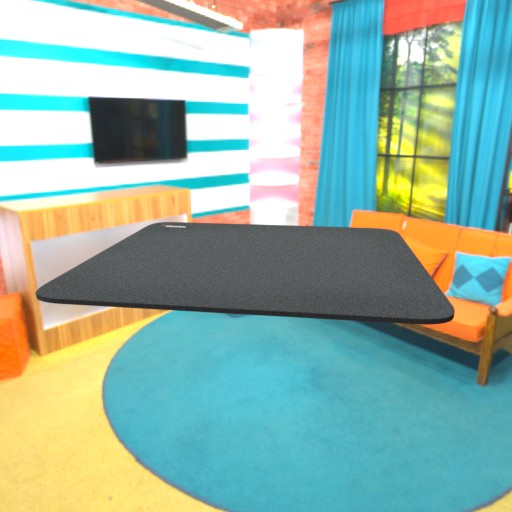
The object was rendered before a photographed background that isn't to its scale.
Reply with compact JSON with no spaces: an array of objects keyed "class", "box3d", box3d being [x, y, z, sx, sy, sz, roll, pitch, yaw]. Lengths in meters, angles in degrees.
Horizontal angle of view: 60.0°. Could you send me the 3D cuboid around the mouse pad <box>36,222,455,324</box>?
[{"class":"mouse pad","box3d":[0.000,0.000,0.322,0.229,0.003,0.203,2,16,8]}]
